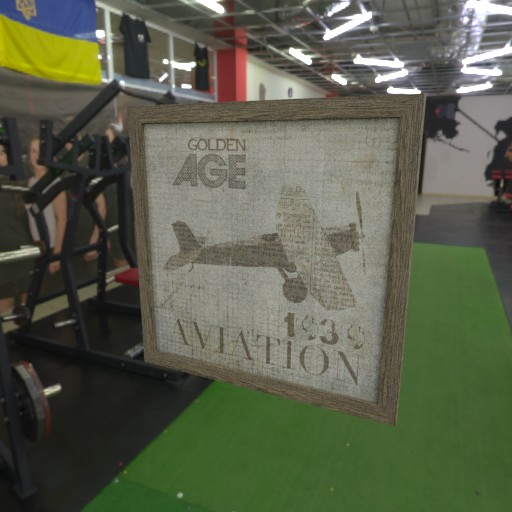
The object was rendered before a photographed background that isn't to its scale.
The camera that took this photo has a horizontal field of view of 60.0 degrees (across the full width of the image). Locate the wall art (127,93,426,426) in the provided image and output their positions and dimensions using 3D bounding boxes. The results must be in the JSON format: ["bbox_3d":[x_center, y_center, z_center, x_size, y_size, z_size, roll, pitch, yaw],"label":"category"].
[{"bbox_3d":[0.000,0.000,0.767,0.508,0.508,0.019,7,16,25],"label":"wall art"}]
